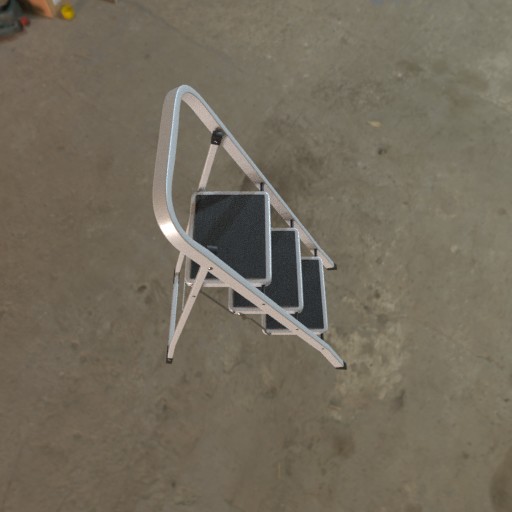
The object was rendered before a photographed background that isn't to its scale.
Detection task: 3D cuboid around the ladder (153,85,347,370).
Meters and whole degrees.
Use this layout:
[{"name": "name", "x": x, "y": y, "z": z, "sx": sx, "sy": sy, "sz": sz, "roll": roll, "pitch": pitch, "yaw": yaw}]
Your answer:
[{"name": "ladder", "x": 0.000, "y": 0.000, "z": 1.379, "sx": 0.711, "sy": 1.050, "sz": 0.460, "roll": 0, "pitch": 62, "yaw": 0}]
